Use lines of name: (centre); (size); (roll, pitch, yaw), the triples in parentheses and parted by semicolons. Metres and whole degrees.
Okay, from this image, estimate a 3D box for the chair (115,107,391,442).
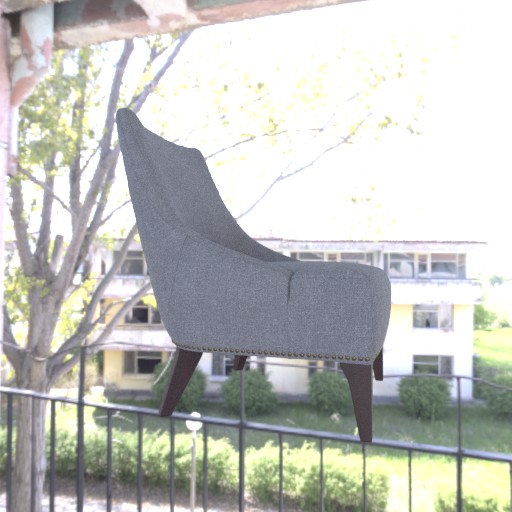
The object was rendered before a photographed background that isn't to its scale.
chair: (0.000, 0.000, 1.486); (0.861, 0.909, 0.701); (-1, -2, 18)
